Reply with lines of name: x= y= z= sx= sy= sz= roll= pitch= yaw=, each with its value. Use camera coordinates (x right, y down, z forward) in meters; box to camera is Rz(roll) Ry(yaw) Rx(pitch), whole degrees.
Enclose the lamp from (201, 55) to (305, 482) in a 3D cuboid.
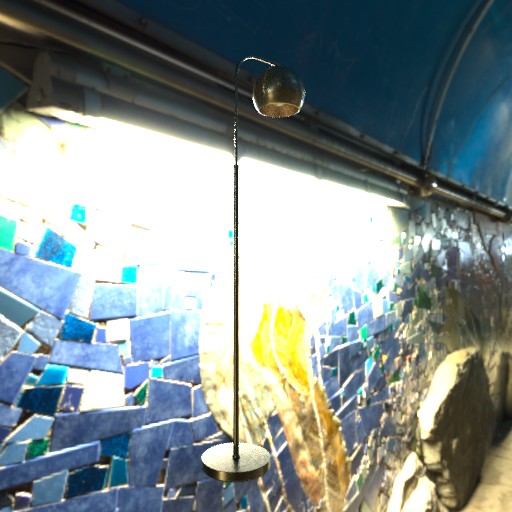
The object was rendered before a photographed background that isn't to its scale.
lamp: x=0.000 y=0.000 z=1.675 sx=0.431 sy=1.526 sz=0.250 roll=1 pitch=-1 yaw=-37
